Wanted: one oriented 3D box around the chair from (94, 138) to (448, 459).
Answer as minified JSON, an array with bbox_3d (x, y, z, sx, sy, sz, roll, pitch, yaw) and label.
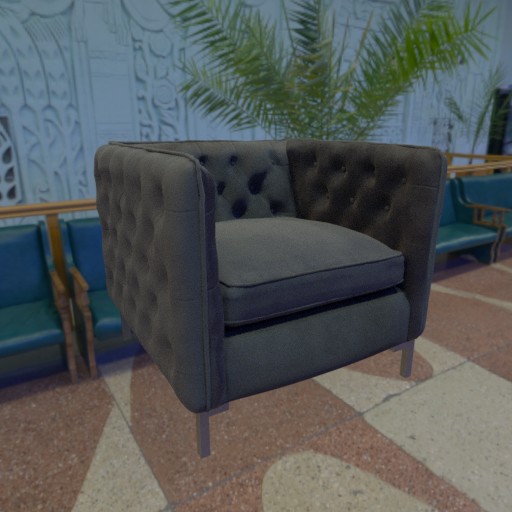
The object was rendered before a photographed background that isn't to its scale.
[{"bbox_3d":[0.000,0.000,1.626,0.946,0.807,0.913,-10,19,-29],"label":"chair"}]
